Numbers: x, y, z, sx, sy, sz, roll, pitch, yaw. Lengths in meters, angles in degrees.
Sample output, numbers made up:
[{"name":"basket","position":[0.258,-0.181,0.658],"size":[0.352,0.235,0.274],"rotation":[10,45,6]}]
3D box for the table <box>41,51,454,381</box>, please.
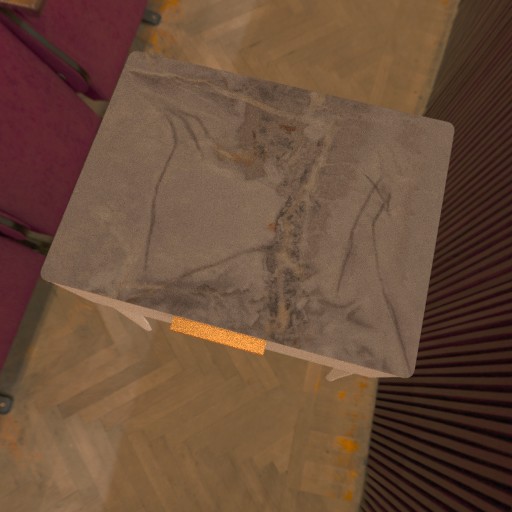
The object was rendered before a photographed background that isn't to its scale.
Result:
[{"name":"table","position":[0.000,0.000,0.889],"size":[0.500,0.570,0.400],"rotation":[14,75,4]}]
